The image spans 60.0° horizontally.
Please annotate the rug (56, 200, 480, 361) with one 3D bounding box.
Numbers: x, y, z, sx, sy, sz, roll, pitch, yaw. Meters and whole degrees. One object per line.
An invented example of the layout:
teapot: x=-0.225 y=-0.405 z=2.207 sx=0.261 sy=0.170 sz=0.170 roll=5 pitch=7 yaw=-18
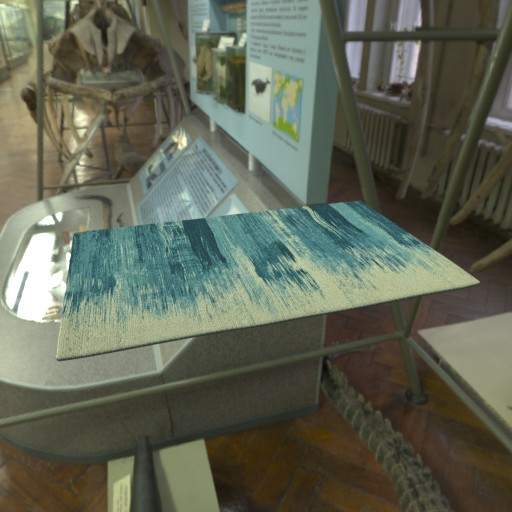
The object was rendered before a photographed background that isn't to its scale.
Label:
rug: x=0.000 y=0.000 z=3.046 sx=2.450 sy=0.027 sz=1.540 roll=-8 pitch=28 yaw=-15
